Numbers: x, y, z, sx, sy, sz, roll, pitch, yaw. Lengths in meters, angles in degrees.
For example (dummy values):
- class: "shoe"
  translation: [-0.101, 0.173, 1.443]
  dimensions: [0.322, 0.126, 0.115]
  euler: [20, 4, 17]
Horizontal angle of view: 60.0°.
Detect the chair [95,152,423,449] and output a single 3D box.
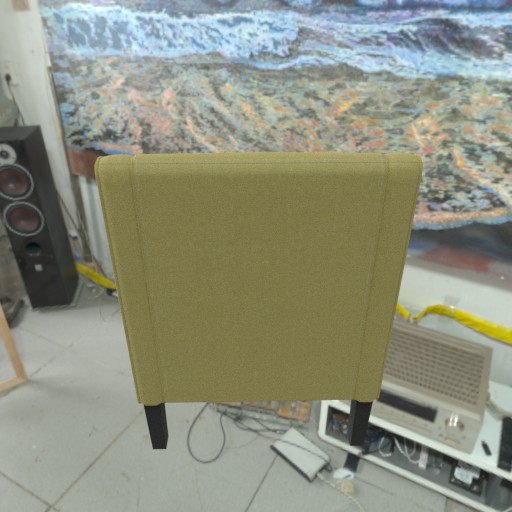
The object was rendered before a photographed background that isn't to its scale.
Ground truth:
- class: "chair"
  translation: [0.000, 0.000, 1.458]
  dimensions: [0.696, 0.896, 0.814]
  euler: [-1, 30, -1]
